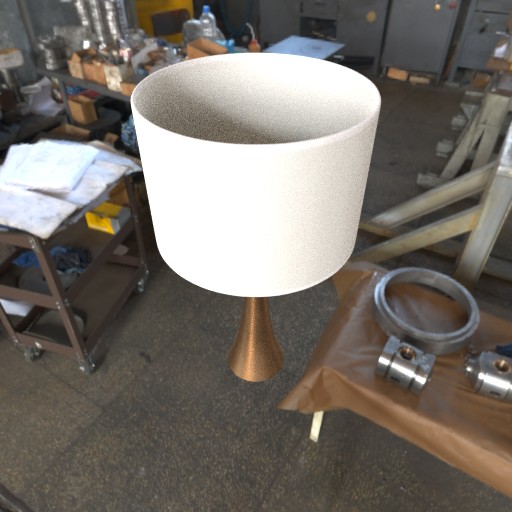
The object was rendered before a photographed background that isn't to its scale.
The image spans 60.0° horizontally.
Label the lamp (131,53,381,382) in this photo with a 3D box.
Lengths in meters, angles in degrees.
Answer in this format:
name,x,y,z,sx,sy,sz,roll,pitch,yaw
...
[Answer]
name,x,y,z,sx,sy,sz,roll,pitch,yaw
lamp,0.000,0.000,0.639,0.268,0.479,0.268,-2,41,-2
